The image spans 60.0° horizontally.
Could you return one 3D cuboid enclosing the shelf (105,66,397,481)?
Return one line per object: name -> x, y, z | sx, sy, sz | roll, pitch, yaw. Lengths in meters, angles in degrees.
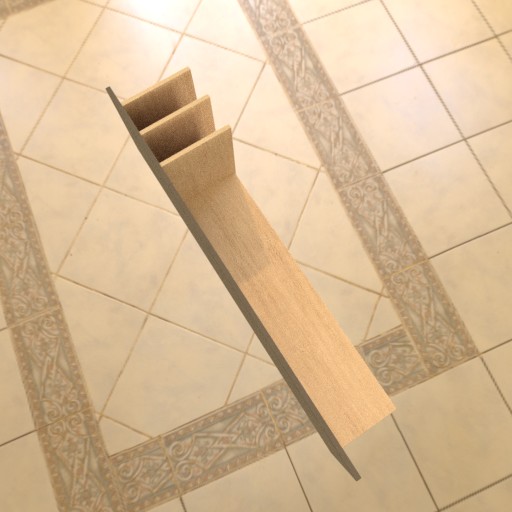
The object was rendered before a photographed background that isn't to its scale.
shelf -> 0.000, 0.000, 1.111 | 0.200, 0.300, 1.020 | -32, 78, -8
